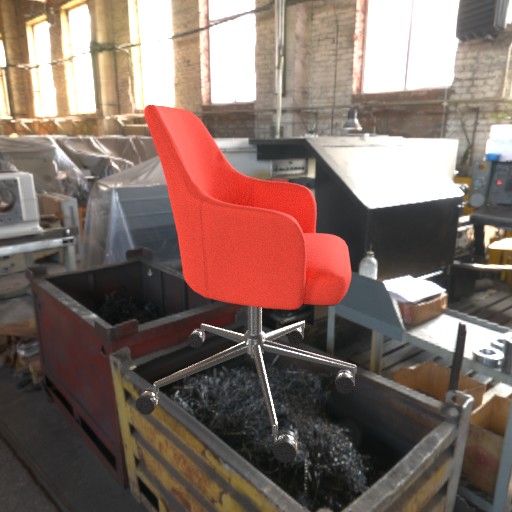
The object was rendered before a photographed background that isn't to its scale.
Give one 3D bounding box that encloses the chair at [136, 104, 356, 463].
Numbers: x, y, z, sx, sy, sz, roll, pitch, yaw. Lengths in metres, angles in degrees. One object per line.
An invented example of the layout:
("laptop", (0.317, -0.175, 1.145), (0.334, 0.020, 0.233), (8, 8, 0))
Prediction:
("chair", (0.000, 0.000, 1.265), (0.600, 0.820, 0.655), (3, 15, 10))
